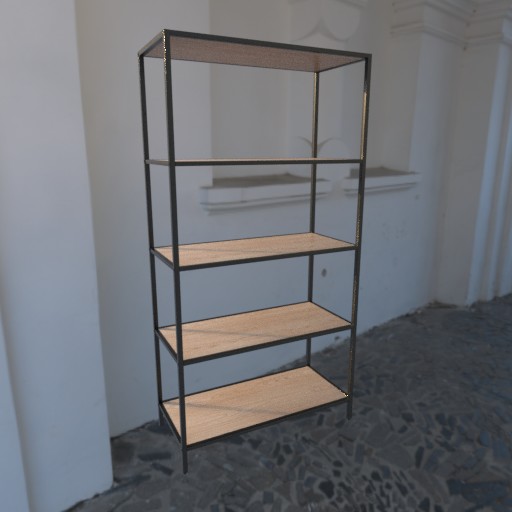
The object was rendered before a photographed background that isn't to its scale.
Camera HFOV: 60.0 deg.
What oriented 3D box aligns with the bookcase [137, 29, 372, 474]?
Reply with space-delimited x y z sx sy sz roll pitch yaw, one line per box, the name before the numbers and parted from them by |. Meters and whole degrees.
bookcase | 0.000 0.000 1.768 0.770 1.500 0.350 -7 15 -26
